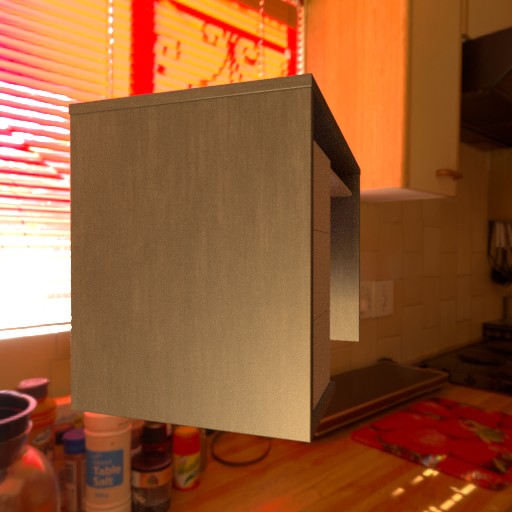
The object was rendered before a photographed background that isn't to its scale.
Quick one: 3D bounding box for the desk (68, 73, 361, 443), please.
[{"bbox_3d":[0.000,0.000,1.511,0.600,0.750,1.100,0,1,18],"label":"desk"}]
